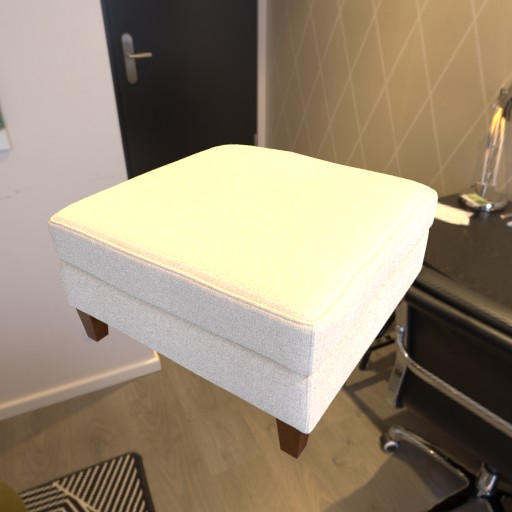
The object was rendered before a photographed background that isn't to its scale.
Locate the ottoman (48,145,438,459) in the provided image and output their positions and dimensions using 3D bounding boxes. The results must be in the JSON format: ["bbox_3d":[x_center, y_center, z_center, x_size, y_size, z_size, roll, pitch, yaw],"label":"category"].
[{"bbox_3d":[0.000,0.000,1.371,0.838,0.478,0.838,19,36,29],"label":"ottoman"}]
